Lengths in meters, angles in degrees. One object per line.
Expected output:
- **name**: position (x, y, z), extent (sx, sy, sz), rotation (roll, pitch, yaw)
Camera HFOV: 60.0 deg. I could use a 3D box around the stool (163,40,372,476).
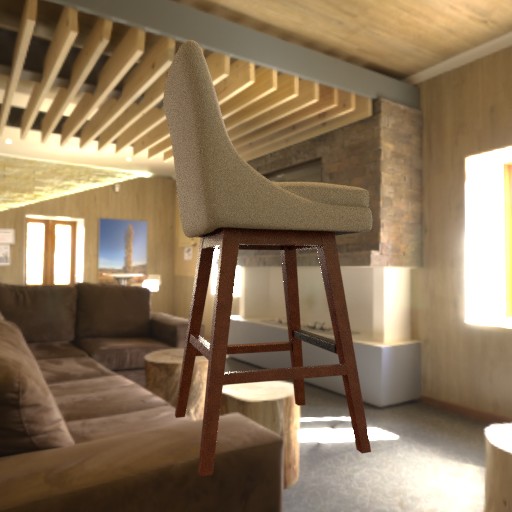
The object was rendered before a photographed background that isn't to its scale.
- **stool**: position (0.000, 0.000, 1.382), extent (0.559, 1.092, 0.470), rotation (0, -2, -18)
